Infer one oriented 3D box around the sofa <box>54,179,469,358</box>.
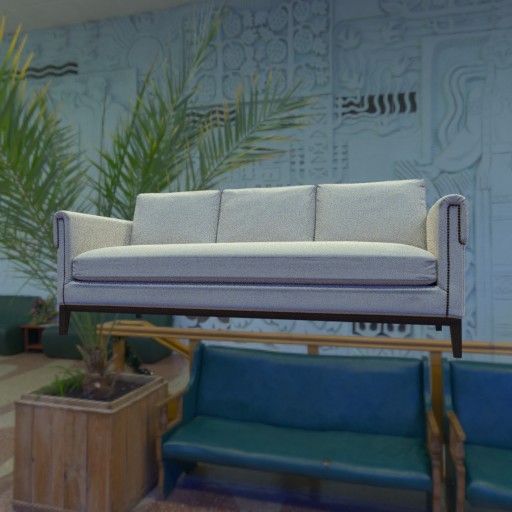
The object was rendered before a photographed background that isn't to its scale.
[{"bbox_3d":[0.000,0.000,2.635,2.198,0.911,0.902,0,-1,17],"label":"sofa"}]
